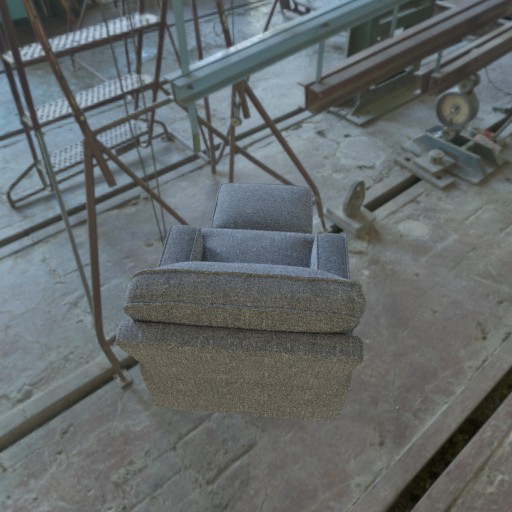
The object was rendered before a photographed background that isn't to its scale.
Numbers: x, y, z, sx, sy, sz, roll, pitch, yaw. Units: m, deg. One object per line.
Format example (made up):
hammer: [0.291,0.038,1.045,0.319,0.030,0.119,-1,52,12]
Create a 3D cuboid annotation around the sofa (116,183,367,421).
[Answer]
sofa: [0.000,0.000,2.079,0.861,0.959,1.472,3,46,3]
